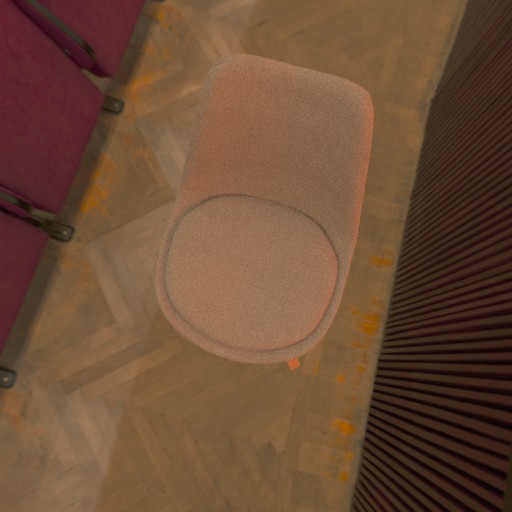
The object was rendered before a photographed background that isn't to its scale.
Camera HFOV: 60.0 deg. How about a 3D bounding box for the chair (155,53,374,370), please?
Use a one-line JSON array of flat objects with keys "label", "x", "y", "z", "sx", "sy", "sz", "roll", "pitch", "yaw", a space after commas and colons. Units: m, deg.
[{"label": "chair", "x": 0.000, "y": 0.000, "z": 1.166, "sx": 0.474, "sy": 0.863, "sz": 0.549, "roll": 16, "pitch": 77, "yaw": 4}]
